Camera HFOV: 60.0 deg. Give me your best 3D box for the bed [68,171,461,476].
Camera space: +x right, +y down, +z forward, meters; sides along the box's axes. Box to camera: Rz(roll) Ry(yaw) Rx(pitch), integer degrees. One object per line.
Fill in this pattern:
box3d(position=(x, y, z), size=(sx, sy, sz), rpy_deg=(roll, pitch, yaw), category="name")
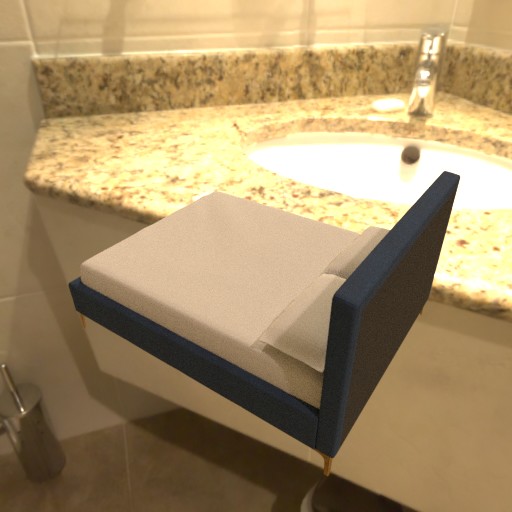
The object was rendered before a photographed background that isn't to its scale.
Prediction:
box3d(position=(0.000, 0.000, 3.214), size=(2.172, 1.231, 1.723), rpy_deg=(21, 38, 29), category="bed")
